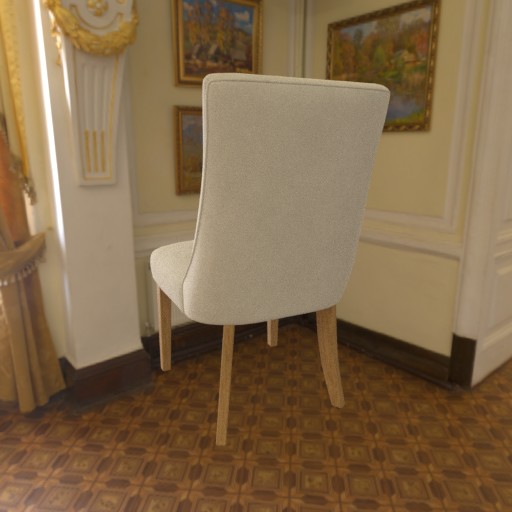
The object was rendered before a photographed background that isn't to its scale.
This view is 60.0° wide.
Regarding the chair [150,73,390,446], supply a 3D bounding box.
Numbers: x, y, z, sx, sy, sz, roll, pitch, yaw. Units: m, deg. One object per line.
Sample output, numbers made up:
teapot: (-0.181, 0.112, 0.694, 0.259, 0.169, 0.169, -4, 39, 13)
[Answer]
chair: (0.000, 0.000, 1.286, 0.495, 0.902, 0.610, -7, 16, -26)
